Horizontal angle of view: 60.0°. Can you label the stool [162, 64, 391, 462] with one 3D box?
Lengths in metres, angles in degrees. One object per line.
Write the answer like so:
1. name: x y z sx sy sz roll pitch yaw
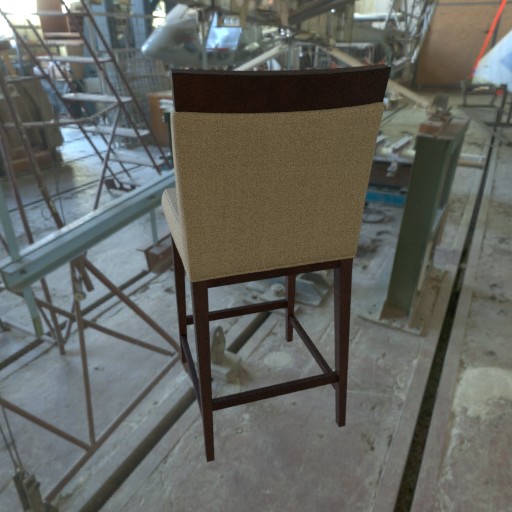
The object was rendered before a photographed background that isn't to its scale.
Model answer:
1. stool: 0.000 0.000 1.254 0.463 1.011 0.480 -8 28 -16
